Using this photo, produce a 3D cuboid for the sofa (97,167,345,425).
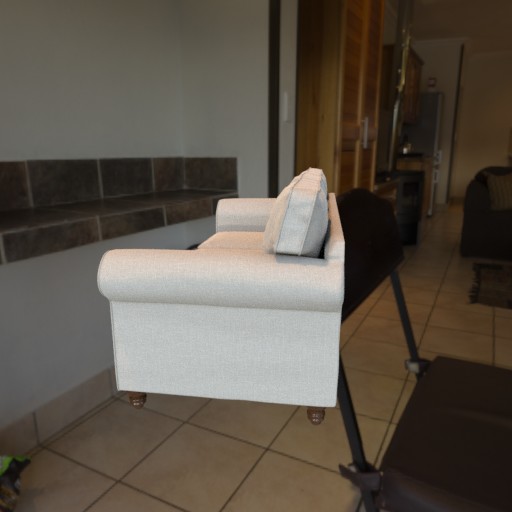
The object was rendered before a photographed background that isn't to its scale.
[{"bbox_3d":[0.000,0.000,2.583,0.916,0.961,2.084,2,13,8],"label":"sofa"}]
